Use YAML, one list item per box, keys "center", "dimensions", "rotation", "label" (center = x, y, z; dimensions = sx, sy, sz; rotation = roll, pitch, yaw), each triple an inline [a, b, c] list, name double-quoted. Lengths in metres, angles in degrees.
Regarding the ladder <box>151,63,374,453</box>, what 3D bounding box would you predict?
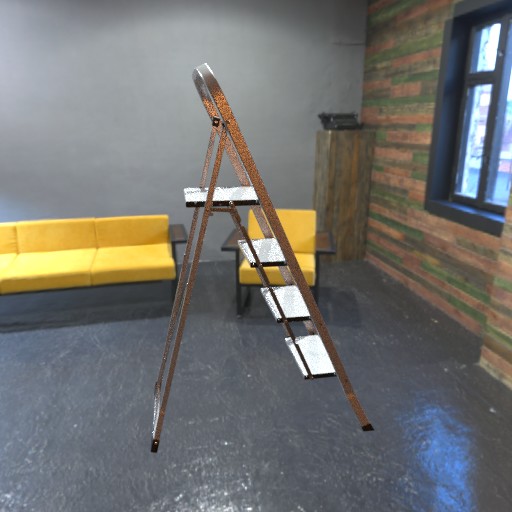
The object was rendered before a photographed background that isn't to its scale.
- center: [0.000, 0.000, 1.643]
  dimensions: [0.830, 1.290, 0.465]
  rotation: [-3, 17, -10]
  label: "ladder"
